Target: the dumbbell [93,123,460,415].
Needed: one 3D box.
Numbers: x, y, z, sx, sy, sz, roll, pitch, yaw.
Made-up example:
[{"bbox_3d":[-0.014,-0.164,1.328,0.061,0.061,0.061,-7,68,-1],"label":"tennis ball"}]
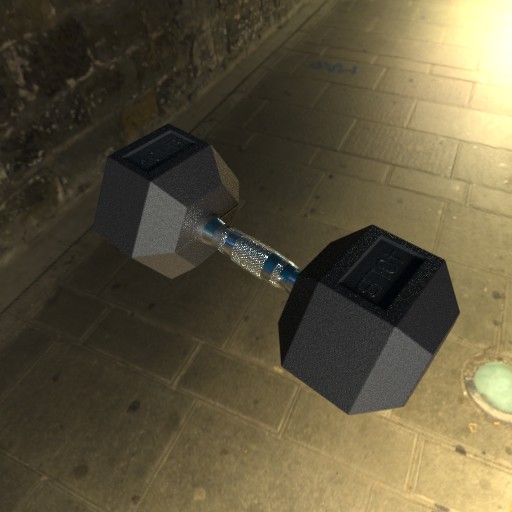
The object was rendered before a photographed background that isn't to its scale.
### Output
[{"bbox_3d":[0.000,0.000,0.431,0.361,0.137,0.157,31,54,26],"label":"dumbbell"}]
